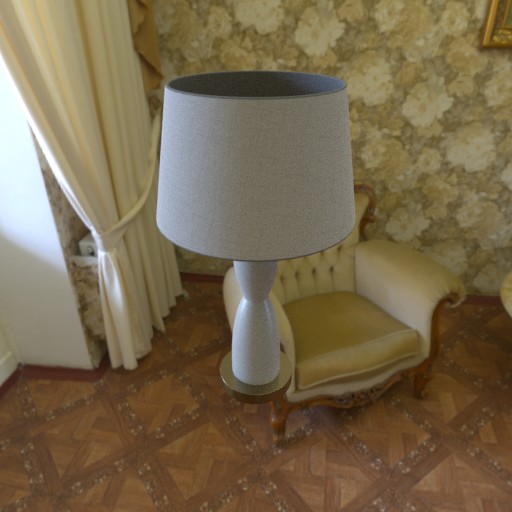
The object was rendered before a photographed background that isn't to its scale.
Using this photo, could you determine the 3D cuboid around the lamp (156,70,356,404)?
[{"bbox_3d":[0.000,0.000,0.738,0.309,0.545,0.309,0,29,0],"label":"lamp"}]
